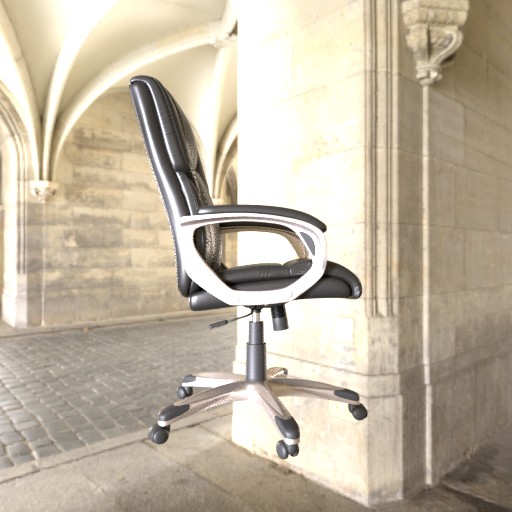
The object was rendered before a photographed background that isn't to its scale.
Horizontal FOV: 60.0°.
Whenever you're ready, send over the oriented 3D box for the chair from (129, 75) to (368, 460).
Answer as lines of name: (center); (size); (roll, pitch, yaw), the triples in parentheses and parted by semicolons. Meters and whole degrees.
chair: (0.000, 0.000, 1.572); (0.780, 1.145, 0.700); (0, 0, 1)
